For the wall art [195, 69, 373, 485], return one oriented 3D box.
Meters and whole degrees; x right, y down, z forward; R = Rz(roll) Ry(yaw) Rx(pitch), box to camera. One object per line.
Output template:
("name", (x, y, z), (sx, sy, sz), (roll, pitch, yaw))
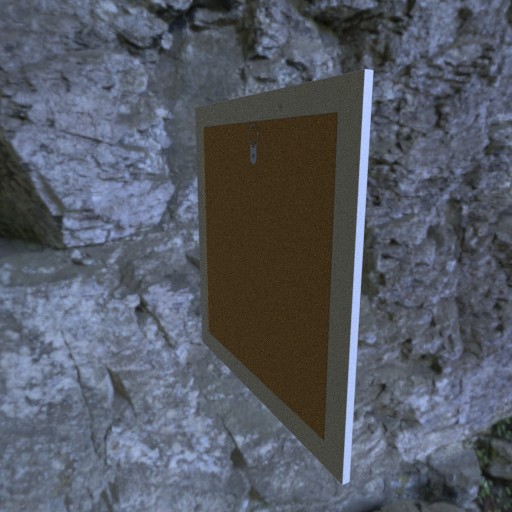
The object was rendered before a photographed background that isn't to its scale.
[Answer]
("wall art", (0.000, 0.000, 0.839), (0.015, 0.577, 0.572), (-7, 15, -27))
